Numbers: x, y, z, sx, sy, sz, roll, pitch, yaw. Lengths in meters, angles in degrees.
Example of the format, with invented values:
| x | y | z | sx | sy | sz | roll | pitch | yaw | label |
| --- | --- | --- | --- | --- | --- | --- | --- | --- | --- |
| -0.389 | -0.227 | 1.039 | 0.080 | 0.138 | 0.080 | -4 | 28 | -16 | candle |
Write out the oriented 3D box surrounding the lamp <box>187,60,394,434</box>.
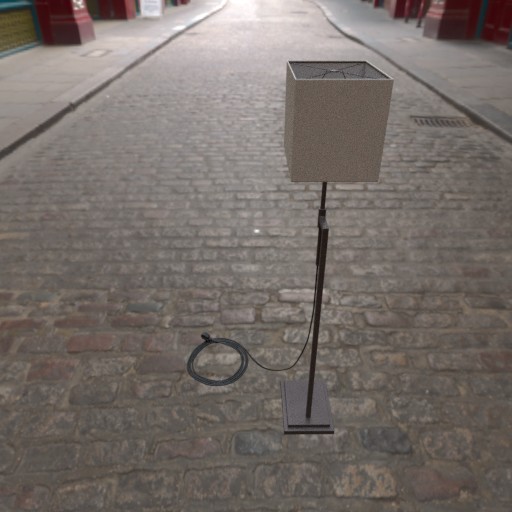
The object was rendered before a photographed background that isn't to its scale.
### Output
| x | y | z | sx | sy | sz | roll | pitch | yaw | label |
| --- | --- | --- | --- | --- | --- | --- | --- | --- | --- |
| 0.000 | 0.000 | 1.965 | 0.774 | 1.600 | 0.698 | 0 | 32 | 0 | lamp |
